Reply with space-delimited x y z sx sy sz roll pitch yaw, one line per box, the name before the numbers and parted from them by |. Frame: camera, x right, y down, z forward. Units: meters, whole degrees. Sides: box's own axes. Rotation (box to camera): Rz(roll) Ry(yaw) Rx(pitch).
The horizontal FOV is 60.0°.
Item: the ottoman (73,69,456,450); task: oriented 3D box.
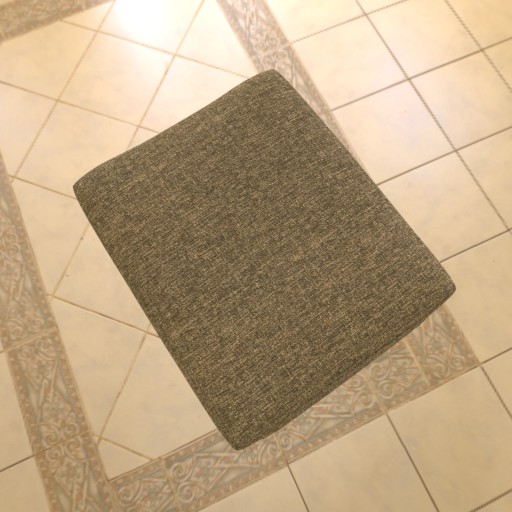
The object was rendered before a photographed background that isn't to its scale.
ottoman | 0.000 0.000 1.246 0.683 0.480 0.828 -33 76 -9
